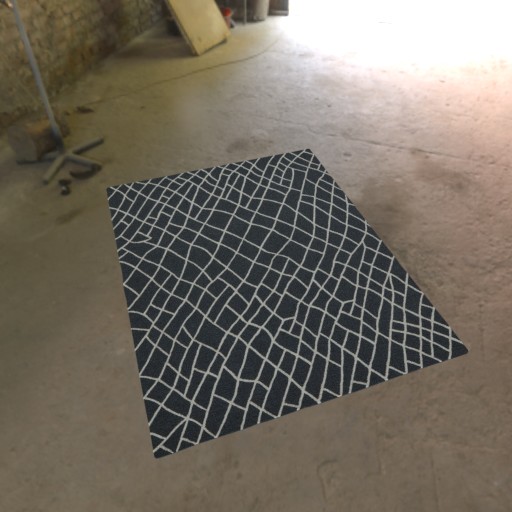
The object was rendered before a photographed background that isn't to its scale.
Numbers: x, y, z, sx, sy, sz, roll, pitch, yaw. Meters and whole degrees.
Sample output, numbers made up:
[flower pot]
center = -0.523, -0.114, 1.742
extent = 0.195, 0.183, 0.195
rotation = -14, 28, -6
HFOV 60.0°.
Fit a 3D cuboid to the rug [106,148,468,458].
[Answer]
[rug]
center = 0.000, 0.000, 4.140
extent = 2.439, 0.022, 3.047
rotation = -14, 47, -13
